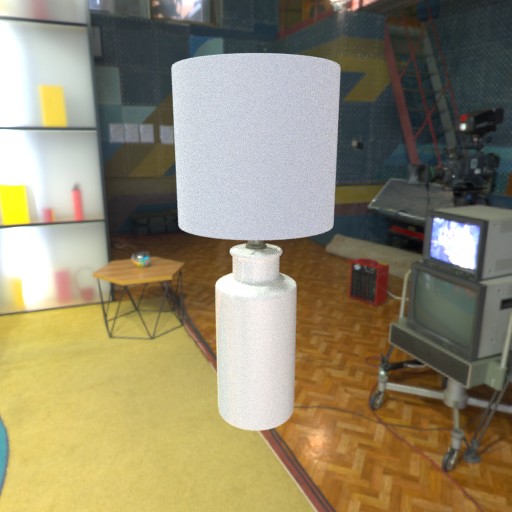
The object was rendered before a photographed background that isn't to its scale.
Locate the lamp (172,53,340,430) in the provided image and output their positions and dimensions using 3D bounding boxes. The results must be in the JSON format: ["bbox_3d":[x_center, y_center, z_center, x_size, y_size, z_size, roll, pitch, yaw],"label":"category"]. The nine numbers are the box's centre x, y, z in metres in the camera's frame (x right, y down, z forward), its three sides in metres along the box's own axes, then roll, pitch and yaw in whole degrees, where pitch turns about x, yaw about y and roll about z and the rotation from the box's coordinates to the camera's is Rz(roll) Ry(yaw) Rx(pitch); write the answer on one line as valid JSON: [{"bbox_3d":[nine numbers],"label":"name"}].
[{"bbox_3d":[0.000,0.000,0.627,0.212,0.493,0.212,7,16,26],"label":"lamp"}]
